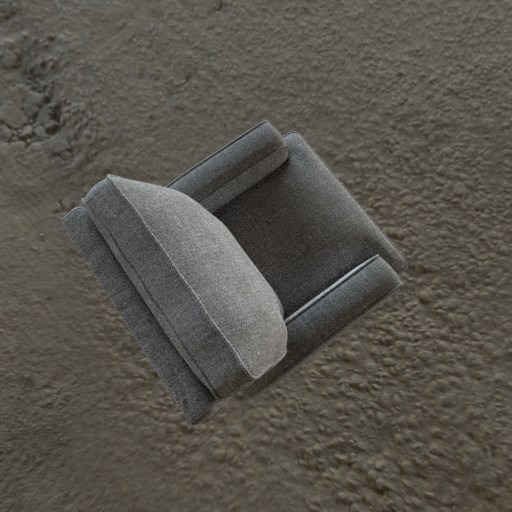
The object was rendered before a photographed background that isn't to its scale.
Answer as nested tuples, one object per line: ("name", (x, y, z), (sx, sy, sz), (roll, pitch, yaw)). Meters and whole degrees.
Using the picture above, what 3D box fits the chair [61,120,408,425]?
("chair", (0.000, 0.000, 1.699), (0.964, 0.962, 0.861), (-35, 77, -9))
